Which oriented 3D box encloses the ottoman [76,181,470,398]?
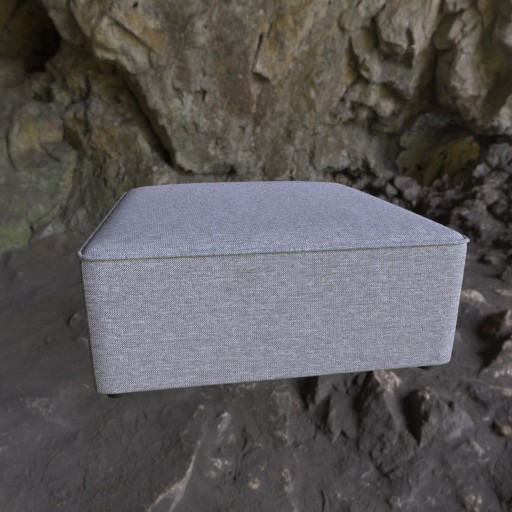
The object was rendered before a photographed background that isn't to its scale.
[{"bbox_3d":[0.000,0.000,1.602,1.005,0.455,1.005,-3,17,-9],"label":"ottoman"}]
